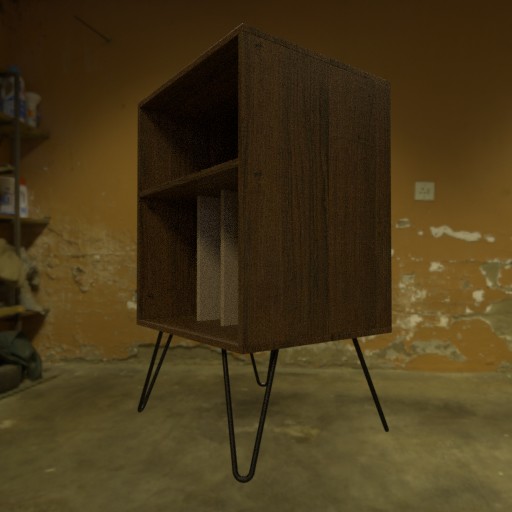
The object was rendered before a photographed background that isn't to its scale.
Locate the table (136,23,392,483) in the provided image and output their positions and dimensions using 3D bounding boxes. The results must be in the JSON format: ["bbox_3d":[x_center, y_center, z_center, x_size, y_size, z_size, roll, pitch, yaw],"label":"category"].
[{"bbox_3d":[0.000,0.000,1.170,0.457,0.866,0.526,1,-1,-37],"label":"table"}]
